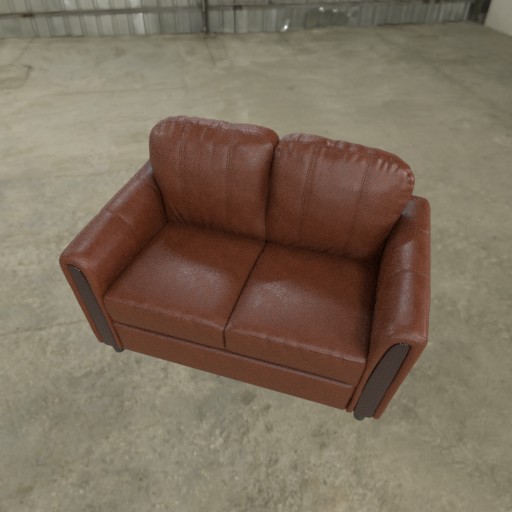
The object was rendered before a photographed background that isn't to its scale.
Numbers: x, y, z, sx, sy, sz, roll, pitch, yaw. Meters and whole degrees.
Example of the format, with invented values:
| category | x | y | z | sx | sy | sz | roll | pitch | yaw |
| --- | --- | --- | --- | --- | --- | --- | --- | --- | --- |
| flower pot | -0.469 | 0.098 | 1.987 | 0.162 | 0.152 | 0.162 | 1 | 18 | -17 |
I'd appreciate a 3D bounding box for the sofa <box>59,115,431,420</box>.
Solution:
| category | x | y | z | sx | sy | sz | roll | pitch | yaw |
| --- | --- | --- | --- | --- | --- | --- | --- | --- | --- |
| sofa | 0.000 | 0.000 | 1.937 | 1.406 | 0.906 | 0.805 | 12 | 41 | 14 |
